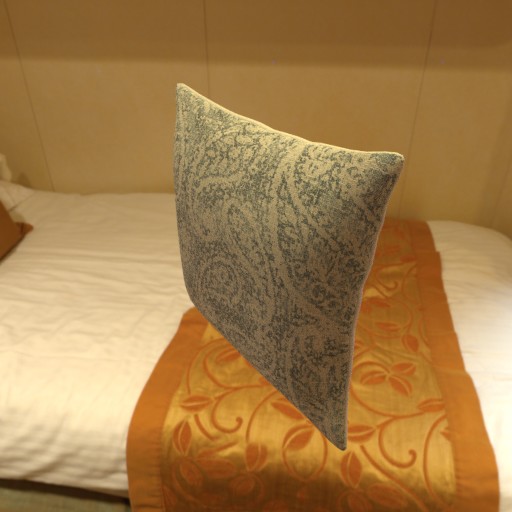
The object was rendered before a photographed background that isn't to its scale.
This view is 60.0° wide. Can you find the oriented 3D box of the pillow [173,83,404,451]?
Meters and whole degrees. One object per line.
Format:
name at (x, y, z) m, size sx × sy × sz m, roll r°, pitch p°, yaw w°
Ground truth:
pillow at (0.000, 0.000, 0.788) m, size 0.166 × 0.510 × 0.523 m, roll -21°, pitch 38°, yaw -30°
